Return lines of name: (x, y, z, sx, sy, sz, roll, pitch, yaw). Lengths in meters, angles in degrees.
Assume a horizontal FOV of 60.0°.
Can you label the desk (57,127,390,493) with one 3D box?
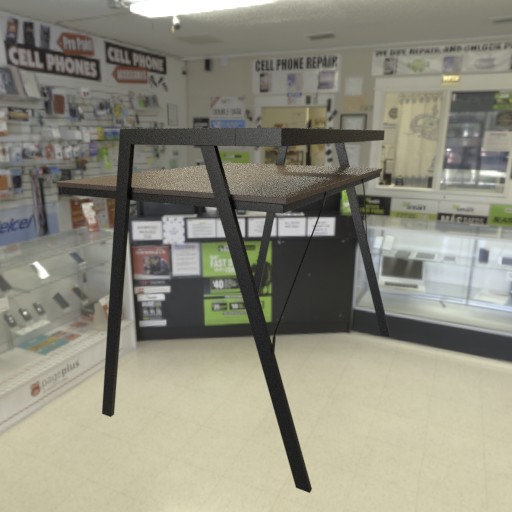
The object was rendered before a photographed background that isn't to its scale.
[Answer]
desk: (0.000, 0.000, 1.822, 0.936, 0.998, 1.143, 8, 17, 26)
